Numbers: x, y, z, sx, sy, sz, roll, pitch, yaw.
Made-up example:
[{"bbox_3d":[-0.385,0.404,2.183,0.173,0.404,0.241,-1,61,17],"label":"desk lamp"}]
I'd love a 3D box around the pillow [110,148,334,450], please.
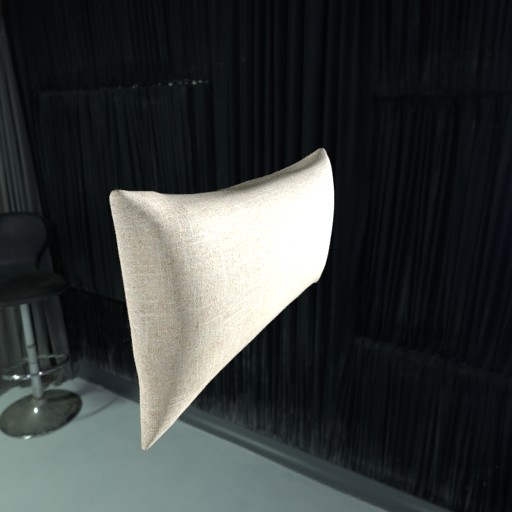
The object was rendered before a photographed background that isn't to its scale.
[{"bbox_3d":[0.000,0.000,1.011,0.197,0.429,0.859,9,19,25],"label":"pillow"}]
